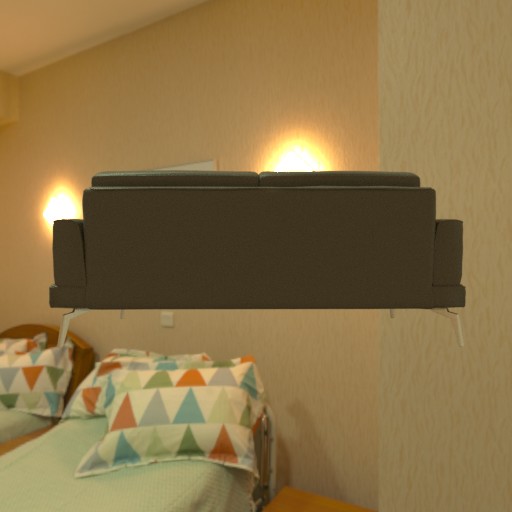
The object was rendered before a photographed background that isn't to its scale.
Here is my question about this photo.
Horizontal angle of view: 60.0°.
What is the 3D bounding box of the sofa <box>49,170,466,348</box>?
[{"bbox_3d":[0.000,0.000,2.775,2.177,0.930,1.121,0,0,-1],"label":"sofa"}]
